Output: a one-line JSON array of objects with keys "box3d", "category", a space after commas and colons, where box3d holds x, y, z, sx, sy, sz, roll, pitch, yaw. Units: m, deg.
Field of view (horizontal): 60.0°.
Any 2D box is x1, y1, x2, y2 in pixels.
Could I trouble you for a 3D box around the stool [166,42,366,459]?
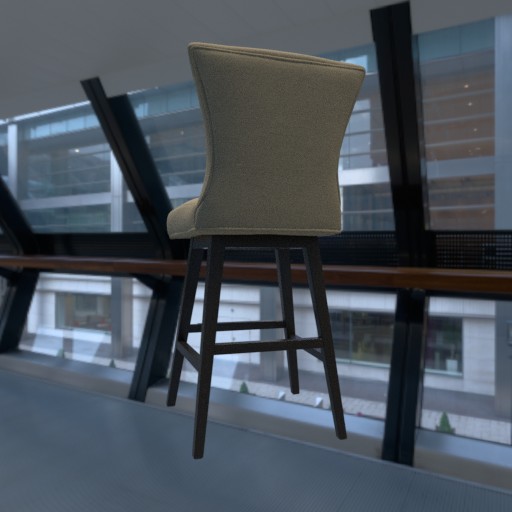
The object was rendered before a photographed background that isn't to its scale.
[{"box3d": [0.000, 0.000, 1.416, 0.514, 1.086, 0.574, 0, 0, -17], "category": "stool"}]
